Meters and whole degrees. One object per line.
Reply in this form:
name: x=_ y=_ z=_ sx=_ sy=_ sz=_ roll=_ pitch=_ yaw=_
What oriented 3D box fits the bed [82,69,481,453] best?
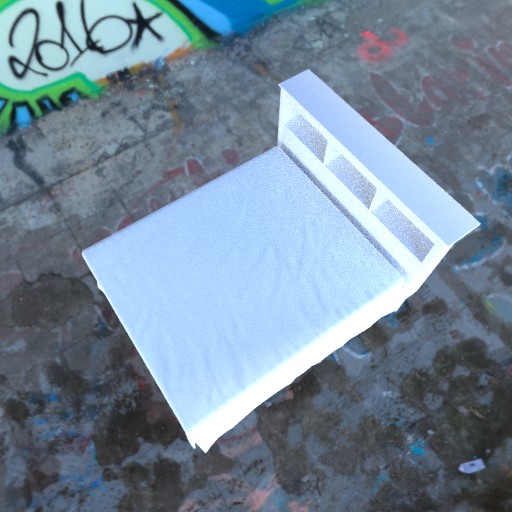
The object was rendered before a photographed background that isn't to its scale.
bed: x=0.000 y=0.000 z=3.180 sx=2.133 sy=1.092 sz=1.671 roll=-32 pitch=66 yaw=-16
